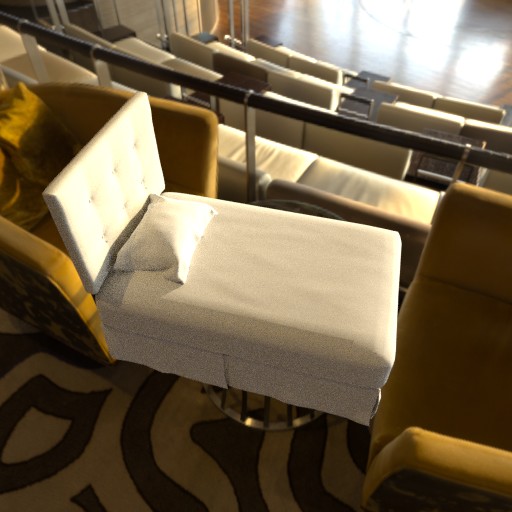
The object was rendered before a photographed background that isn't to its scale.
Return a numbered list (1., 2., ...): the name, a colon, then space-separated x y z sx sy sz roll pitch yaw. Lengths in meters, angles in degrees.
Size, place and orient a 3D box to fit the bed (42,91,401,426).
1. bed: 0.000 0.000 3.017 1.997 1.571 1.261 11 48 10
